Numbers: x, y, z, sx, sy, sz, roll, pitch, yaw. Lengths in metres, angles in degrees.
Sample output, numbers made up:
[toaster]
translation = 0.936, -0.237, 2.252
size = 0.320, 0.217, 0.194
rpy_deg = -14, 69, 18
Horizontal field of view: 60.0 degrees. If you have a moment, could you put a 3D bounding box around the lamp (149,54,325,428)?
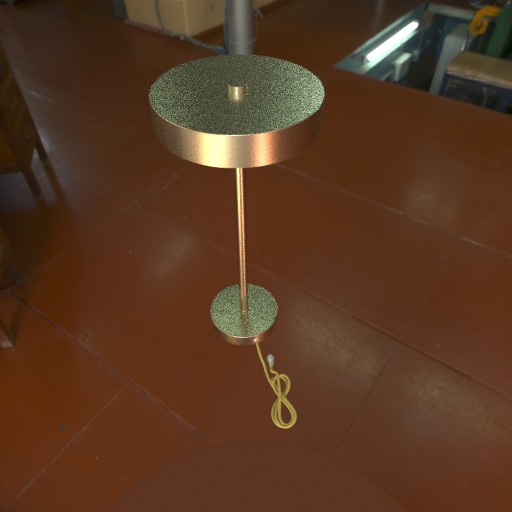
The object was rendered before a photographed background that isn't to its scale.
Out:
[lamp]
translation = 0.000, 0.000, 0.710
size = 0.229, 0.508, 0.369
rpy_deg = -15, 48, -14
